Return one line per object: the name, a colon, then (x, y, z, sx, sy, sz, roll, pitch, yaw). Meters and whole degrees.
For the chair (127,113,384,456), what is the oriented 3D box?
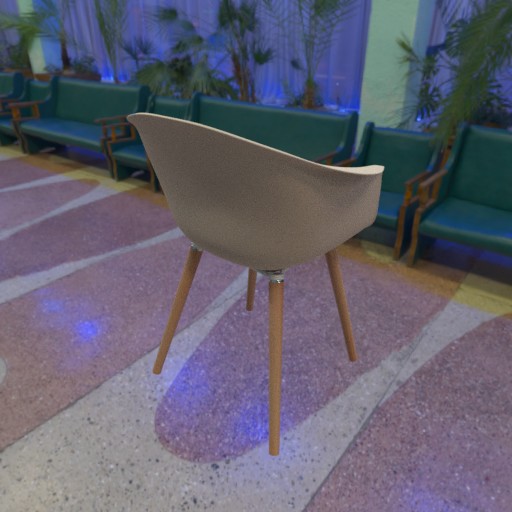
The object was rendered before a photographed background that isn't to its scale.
chair: (0.000, 0.000, 1.145, 0.593, 0.781, 0.504, 22, 36, 33)
